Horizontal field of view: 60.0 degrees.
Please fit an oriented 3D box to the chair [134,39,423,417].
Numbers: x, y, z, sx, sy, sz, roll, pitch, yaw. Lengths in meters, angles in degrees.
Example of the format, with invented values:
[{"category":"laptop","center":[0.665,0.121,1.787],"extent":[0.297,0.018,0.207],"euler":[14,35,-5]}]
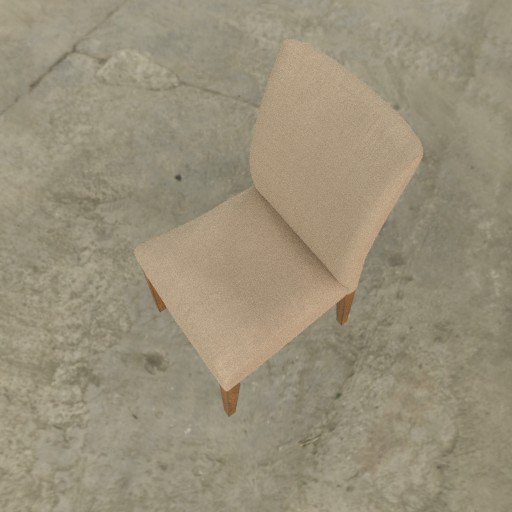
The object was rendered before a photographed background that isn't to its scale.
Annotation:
[{"category":"chair","center":[0.000,0.000,1.271],"extent":[0.585,0.940,0.496],"euler":[-32,67,-16]}]
